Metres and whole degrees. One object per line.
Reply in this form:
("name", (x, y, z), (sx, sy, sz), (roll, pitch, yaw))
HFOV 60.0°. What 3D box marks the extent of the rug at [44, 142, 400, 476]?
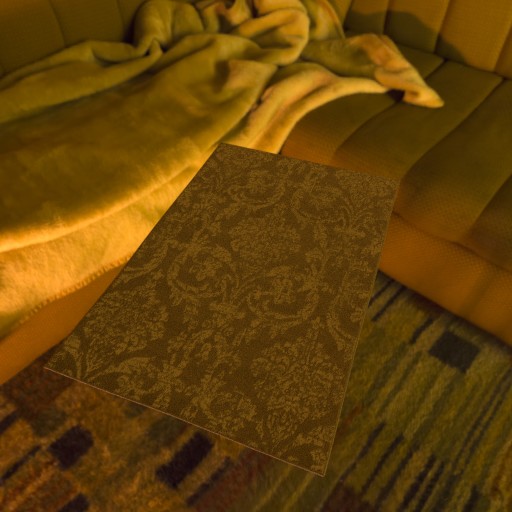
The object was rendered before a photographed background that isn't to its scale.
("rug", (0.000, 0.000, 2.289), (1.206, 0.012, 1.824), (15, 49, 14))
